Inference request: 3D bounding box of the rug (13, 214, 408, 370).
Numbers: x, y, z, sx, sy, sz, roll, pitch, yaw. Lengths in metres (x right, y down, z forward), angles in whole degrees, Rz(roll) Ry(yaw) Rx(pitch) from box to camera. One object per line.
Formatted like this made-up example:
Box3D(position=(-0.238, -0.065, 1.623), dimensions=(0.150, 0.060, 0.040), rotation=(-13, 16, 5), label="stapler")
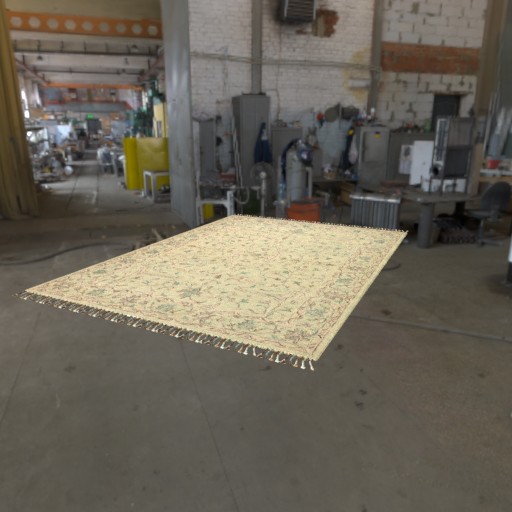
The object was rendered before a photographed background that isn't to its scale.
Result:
Box3D(position=(0.000, 0.000, 2.228), dimensions=(1.247, 0.008, 1.802), rotation=(8, 18, 25), label="rug")
